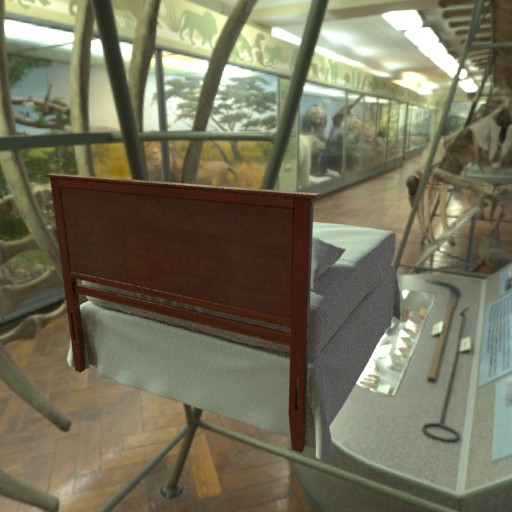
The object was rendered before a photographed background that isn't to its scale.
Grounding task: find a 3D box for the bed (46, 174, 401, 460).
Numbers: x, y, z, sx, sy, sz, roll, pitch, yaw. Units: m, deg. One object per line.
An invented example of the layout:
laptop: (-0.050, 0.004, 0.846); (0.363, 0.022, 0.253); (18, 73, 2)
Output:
bed: (0.000, 0.000, 3.204); (1.870, 1.270, 2.050); (9, 19, 27)
